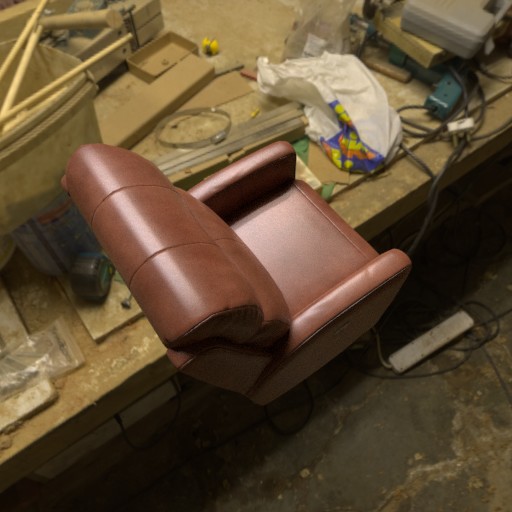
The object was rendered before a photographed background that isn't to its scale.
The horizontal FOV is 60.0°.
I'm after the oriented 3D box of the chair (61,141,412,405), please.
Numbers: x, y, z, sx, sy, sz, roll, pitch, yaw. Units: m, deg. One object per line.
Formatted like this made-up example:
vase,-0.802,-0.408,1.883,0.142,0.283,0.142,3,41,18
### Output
chair,0.000,0.000,1.645,0.939,1.016,0.787,-31,63,-18
